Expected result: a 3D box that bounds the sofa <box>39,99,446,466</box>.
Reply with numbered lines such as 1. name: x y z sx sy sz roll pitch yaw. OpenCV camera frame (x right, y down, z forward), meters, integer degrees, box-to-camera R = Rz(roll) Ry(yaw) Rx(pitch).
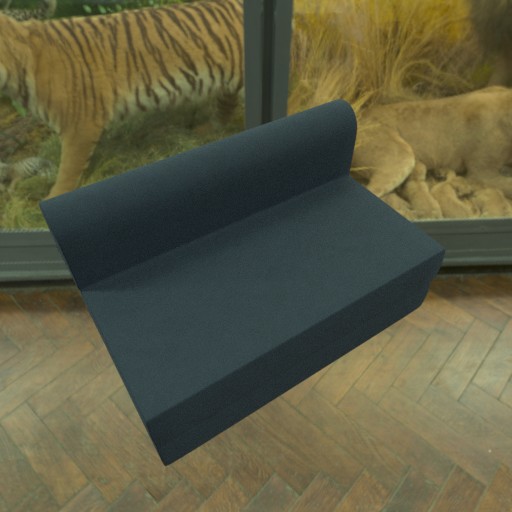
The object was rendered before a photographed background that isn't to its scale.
1. sofa: 0.000 0.000 1.645 1.219 0.660 0.762 -25 52 -22
